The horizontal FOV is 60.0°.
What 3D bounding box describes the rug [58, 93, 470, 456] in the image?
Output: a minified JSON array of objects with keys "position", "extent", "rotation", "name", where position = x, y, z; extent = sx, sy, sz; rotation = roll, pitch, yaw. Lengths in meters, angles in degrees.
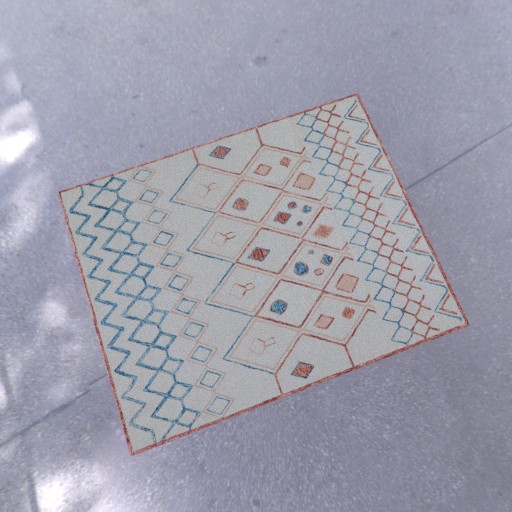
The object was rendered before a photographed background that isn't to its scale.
[{"position":[0.000,0.000,3.989],"extent":[3.050,0.016,2.441],"rotation":[-20,77,-5],"name":"rug"}]
